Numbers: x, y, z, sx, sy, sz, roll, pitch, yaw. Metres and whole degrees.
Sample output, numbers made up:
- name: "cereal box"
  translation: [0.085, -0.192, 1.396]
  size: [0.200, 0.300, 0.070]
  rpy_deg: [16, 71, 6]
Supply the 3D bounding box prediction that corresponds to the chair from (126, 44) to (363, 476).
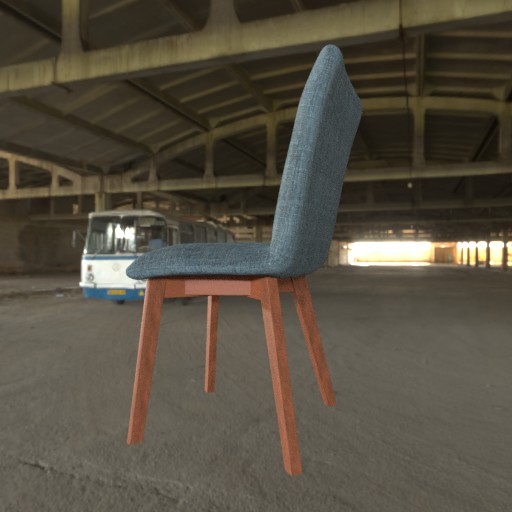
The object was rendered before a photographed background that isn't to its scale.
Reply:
- name: "chair"
  translation: [0.000, 0.000, 1.282]
  size: [0.563, 0.974, 0.522]
  rpy_deg: [0, 0, 19]
